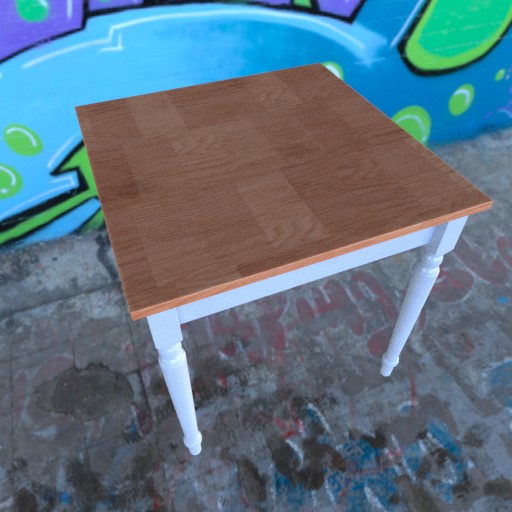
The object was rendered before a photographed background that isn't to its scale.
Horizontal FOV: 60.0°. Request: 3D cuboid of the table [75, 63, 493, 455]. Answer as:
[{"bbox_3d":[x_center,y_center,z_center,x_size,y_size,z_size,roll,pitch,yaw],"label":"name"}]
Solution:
[{"bbox_3d":[0.000,0.000,1.314,0.747,0.738,0.747,-17,48,-16],"label":"table"}]
